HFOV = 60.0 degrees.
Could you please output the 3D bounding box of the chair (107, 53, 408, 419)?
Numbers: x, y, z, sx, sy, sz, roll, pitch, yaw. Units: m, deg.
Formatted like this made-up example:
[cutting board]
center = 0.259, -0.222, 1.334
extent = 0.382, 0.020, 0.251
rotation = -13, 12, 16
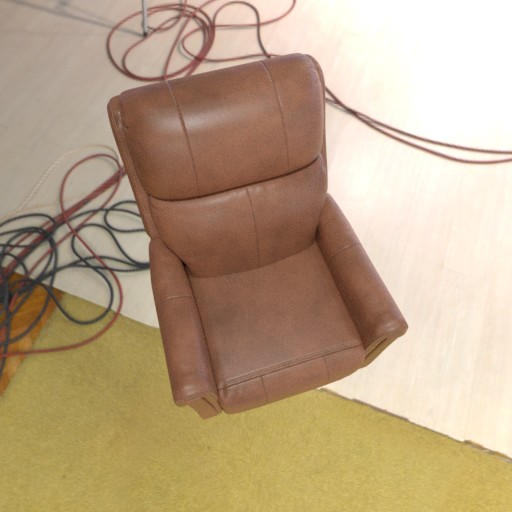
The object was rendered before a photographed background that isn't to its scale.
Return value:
[chair]
center = 0.000, 0.000, 1.712
extent = 0.838, 1.054, 1.014
rotation = -16, 65, -8
